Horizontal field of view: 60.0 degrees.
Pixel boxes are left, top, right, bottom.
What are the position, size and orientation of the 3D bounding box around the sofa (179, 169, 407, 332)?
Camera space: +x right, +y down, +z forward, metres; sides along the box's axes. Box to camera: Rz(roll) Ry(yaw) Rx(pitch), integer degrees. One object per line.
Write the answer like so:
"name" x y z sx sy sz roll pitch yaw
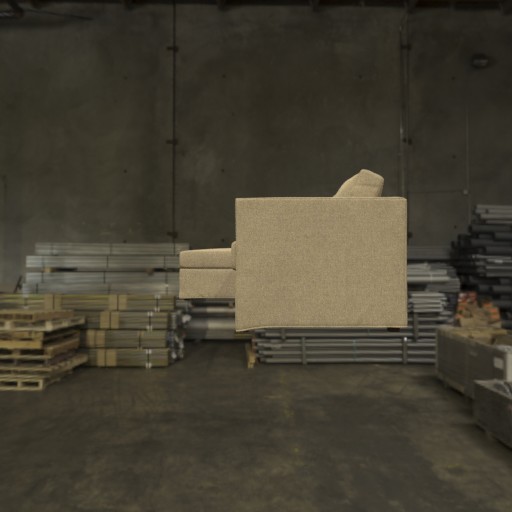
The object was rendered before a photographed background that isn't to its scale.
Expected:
"sofa" 0.000 0.000 3.950 1.638 0.920 3.198 0 -1 0
